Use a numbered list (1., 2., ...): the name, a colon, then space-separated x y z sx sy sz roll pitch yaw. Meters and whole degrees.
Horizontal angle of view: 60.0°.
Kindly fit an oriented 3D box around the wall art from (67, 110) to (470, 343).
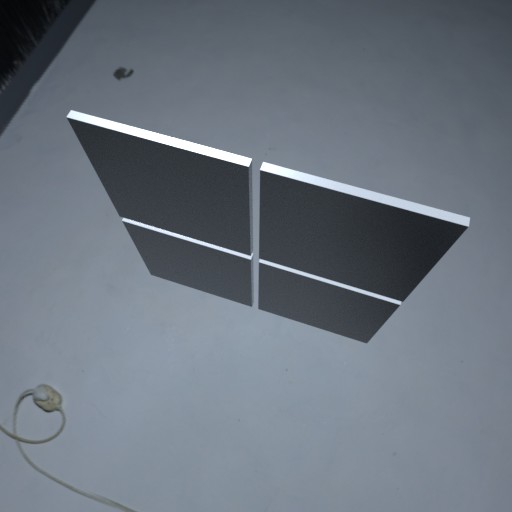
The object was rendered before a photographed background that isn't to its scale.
1. wall art: 0.000 0.000 1.682 1.118 1.118 0.029 17 65 8
